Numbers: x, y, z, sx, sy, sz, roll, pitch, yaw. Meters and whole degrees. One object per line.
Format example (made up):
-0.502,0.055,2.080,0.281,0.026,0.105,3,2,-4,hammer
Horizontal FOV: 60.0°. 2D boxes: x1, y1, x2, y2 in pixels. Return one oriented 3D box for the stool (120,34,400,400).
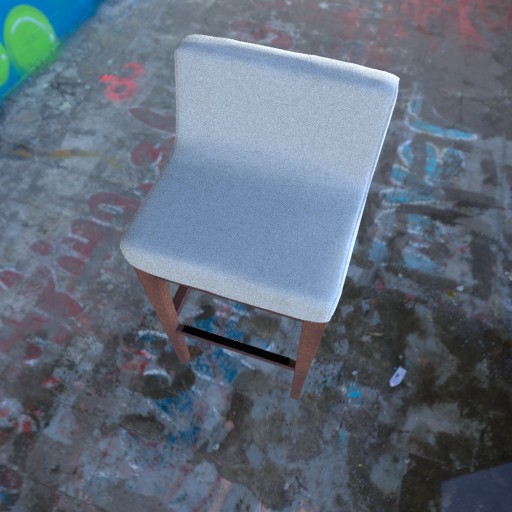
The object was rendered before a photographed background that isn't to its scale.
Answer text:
0.000,0.000,1.303,0.511,1.037,0.500,16,59,10,stool
